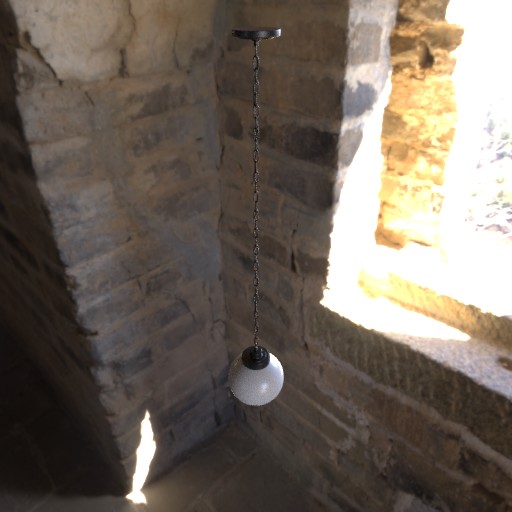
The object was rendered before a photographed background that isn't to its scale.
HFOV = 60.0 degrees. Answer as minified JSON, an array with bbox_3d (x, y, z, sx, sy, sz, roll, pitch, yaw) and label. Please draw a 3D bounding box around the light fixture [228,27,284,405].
[{"bbox_3d":[0.000,0.000,2.040,0.304,1.867,0.305,0,32,0],"label":"light fixture"}]
